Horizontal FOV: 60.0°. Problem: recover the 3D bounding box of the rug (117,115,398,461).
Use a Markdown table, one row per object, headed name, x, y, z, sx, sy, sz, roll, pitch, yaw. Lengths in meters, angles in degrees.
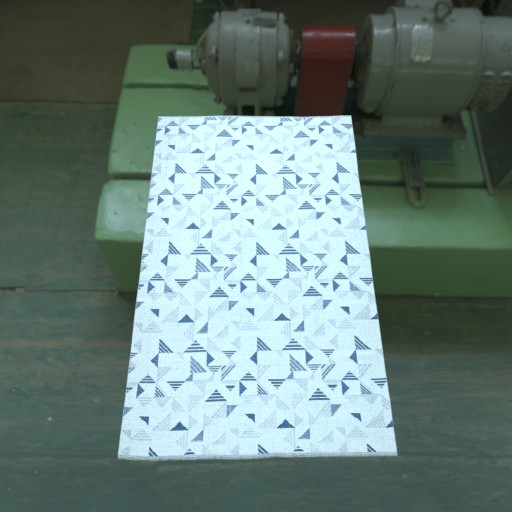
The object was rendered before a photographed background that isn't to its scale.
| name | x | y | z | sx | sy | sz | roll | pitch | yaw |
| --- | --- | --- | --- | --- | --- | --- | --- | --- | --- |
| rug | 0.000 | 0.000 | 2.931 | 1.512 | 0.009 | 2.457 | 0 | 64 | 0 |
